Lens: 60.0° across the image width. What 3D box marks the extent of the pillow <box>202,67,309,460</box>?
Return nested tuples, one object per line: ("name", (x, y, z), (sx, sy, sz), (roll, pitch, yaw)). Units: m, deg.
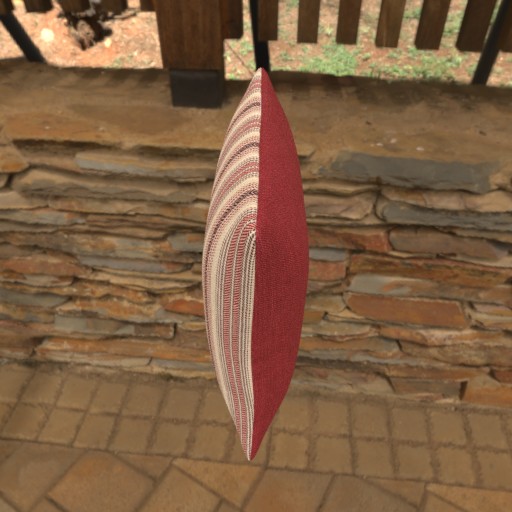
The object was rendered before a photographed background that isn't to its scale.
("pillow", (0.000, 0.000, 0.792), (0.166, 0.497, 0.513), (1, 40, 1))
